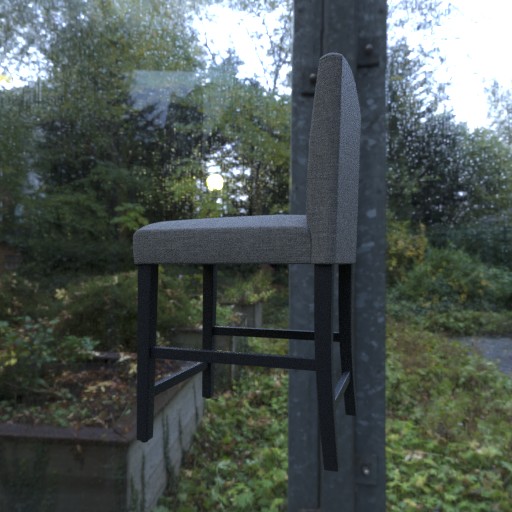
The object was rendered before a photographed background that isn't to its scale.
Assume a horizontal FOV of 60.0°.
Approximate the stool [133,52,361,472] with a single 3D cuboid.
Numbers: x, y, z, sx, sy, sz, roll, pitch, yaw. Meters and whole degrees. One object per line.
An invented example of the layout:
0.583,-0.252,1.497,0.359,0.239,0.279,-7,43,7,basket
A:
0.000,0.000,1.264,0.552,0.966,0.451,0,-1,19,stool
